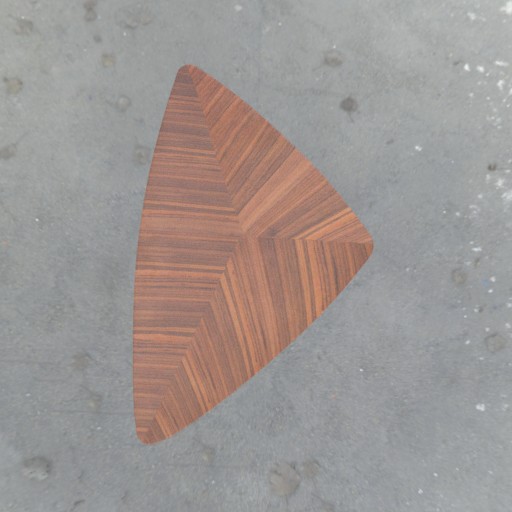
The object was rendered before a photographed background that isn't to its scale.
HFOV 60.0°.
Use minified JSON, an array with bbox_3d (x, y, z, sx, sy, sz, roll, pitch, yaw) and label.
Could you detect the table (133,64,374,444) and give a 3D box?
[{"bbox_3d":[0.000,0.000,1.311,0.601,0.365,1.008,3,76,1],"label":"table"}]
